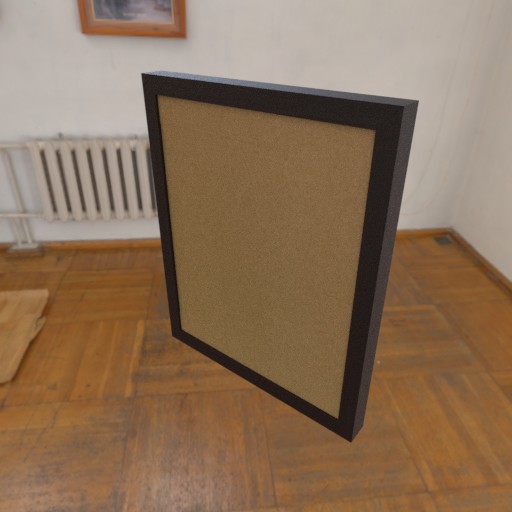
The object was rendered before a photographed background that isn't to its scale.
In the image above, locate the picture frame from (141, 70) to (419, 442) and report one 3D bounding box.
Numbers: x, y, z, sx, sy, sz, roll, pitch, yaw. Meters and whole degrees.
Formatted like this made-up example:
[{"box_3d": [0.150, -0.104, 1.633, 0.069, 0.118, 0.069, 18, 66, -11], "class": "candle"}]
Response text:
[{"box_3d": [0.000, 0.000, 0.761, 0.452, 0.555, 0.044, 21, 36, 33], "class": "picture frame"}]
